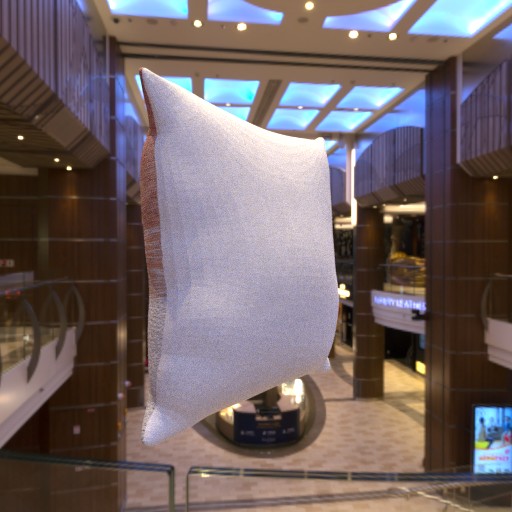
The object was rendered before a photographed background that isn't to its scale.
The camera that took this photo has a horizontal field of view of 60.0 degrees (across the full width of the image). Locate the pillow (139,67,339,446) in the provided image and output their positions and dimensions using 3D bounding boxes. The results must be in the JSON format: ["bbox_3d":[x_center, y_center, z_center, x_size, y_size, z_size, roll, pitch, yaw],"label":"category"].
[{"bbox_3d":[0.000,0.000,0.673,0.182,0.441,0.440,0,1,37],"label":"pillow"}]
